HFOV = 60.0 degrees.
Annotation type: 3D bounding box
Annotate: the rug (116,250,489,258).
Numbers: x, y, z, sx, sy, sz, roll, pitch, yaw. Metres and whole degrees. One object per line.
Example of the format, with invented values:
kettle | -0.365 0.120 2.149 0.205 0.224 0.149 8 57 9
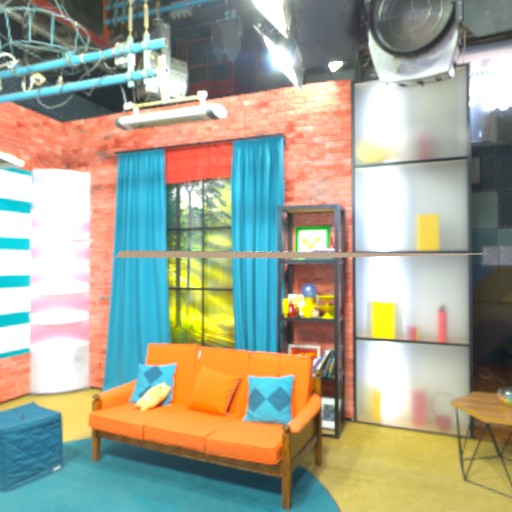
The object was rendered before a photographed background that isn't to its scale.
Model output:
rug | 0.000 0.000 3.987 2.391 0.005 2.880 0 -1 -18
